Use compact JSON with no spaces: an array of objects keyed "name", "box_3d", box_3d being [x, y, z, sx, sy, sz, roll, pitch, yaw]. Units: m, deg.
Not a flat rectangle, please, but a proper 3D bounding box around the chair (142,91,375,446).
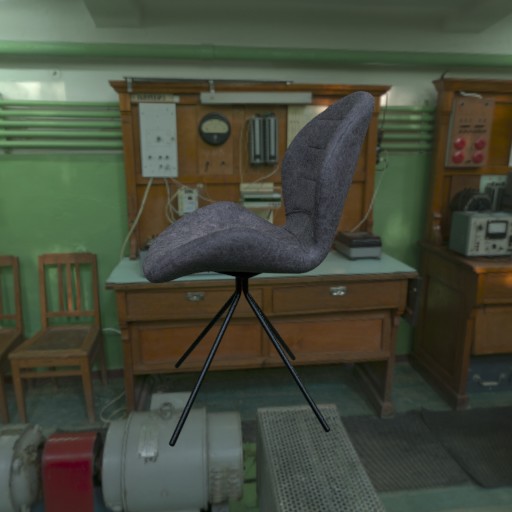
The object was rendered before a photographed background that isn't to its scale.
[{"name":"chair","box_3d":[0.000,0.000,1.326,0.640,0.934,0.527,-2,14,-8]}]
